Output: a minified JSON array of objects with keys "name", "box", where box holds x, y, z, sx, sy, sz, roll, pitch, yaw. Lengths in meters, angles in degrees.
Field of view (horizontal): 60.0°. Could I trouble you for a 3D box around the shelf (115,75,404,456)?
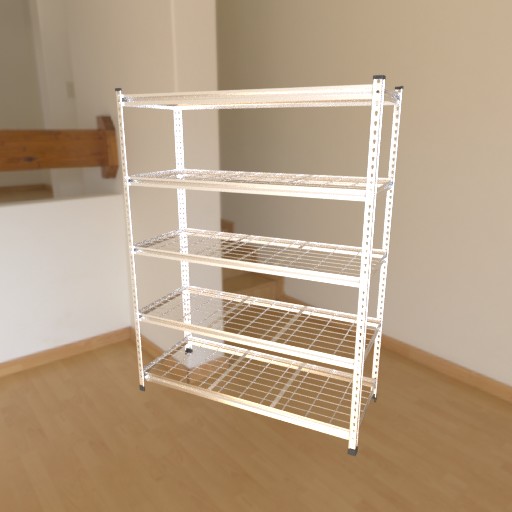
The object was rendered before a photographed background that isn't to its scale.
[{"name":"shelf","box":[0.000,0.000,2.777,1.524,1.981,0.610,8,18,25]}]
